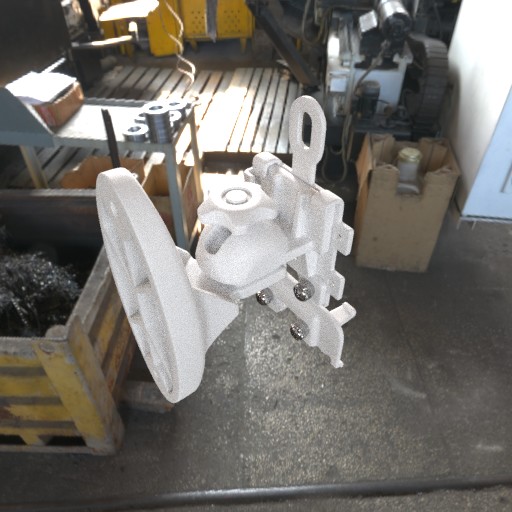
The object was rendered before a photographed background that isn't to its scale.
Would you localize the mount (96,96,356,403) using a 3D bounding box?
[{"bbox_3d":[0.000,0.000,0.177,0.100,0.118,0.066,-26,47,-26],"label":"mount"}]
